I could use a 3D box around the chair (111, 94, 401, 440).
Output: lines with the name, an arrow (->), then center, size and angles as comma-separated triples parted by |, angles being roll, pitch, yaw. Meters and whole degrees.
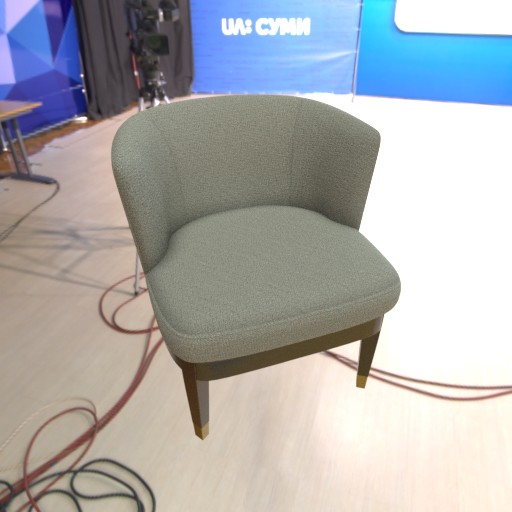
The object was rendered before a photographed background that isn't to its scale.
chair -> 0.000, 0.000, 1.282 | 0.700, 0.760, 0.660 | -11, 34, -17
